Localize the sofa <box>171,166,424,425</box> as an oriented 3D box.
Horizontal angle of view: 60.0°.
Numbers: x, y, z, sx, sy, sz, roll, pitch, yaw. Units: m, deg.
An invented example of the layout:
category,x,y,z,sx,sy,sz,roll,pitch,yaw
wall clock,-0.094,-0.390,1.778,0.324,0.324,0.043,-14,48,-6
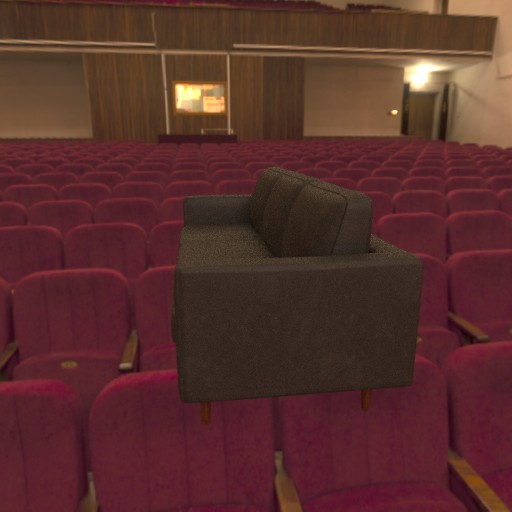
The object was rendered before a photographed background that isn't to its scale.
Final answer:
category,x,y,z,sx,sy,sz,roll,pitch,yaw
sofa,0.000,0.000,2.481,0.879,0.899,2.029,-2,14,-8
